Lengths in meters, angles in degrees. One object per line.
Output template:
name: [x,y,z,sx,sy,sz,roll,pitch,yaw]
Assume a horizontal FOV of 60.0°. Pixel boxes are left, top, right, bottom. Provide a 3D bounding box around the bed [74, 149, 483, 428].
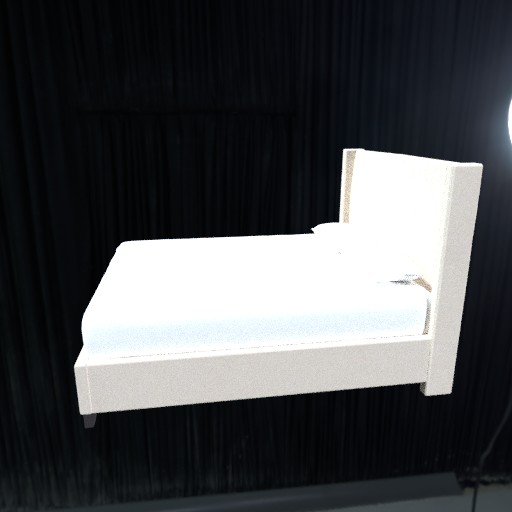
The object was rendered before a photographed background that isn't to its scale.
bed: [0.000,0.000,3.334,2.293,1.471,1.778,-3,16,-9]
